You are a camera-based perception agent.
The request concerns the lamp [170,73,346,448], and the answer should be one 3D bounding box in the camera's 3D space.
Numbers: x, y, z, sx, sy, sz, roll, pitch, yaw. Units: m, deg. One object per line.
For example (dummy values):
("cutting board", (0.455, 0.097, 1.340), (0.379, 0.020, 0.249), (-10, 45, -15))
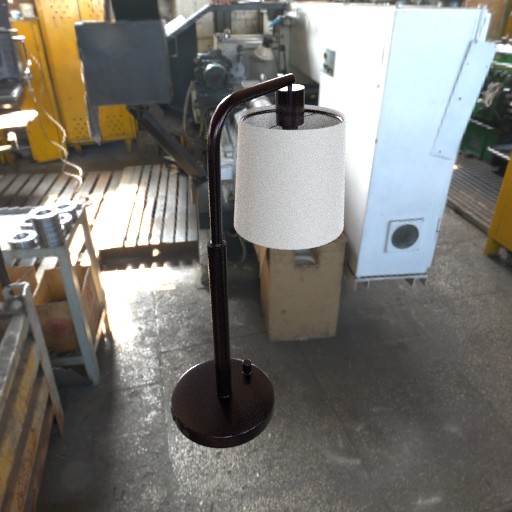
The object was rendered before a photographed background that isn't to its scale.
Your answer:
("lamp", (0.000, 0.000, 0.656), (0.171, 0.489, 0.333), (22, 37, 33))
